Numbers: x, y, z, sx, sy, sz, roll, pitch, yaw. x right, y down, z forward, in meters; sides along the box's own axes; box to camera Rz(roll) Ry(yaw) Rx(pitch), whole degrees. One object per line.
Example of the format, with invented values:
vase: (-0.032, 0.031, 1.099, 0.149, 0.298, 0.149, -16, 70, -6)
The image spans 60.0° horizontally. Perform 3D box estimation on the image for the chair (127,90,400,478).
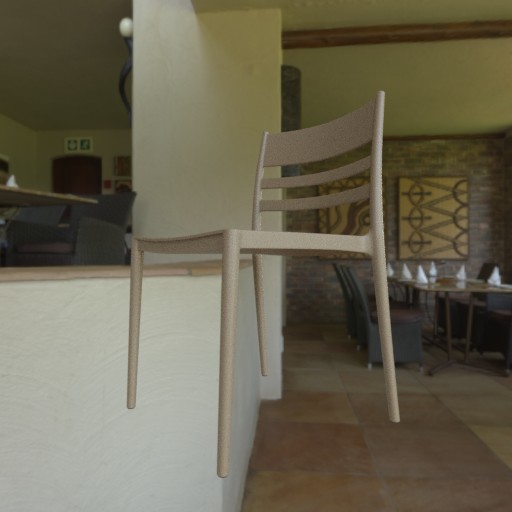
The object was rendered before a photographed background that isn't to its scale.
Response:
chair: (0.000, 0.000, 1.134, 0.511, 0.800, 0.531, 0, 0, -37)
